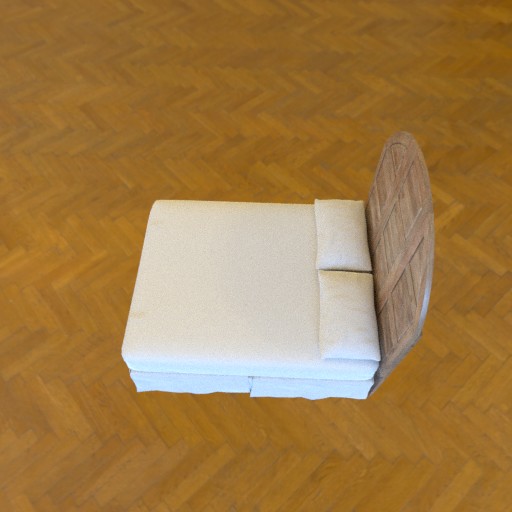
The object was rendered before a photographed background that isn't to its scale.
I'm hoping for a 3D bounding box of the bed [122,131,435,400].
[{"bbox_3d":[0.000,0.000,3.511,2.112,2.002,1.713,2,58,1],"label":"bed"}]
